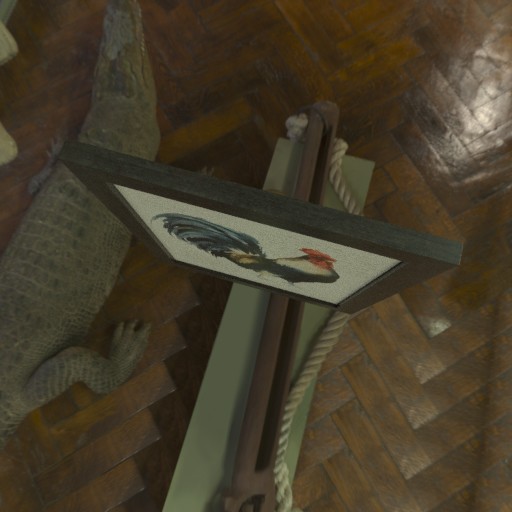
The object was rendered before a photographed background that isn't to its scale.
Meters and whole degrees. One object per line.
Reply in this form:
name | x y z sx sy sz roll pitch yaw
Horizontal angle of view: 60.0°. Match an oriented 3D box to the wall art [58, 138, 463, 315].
wall art | 0.000 0.000 0.795 0.479 0.580 0.027 15 78 3
